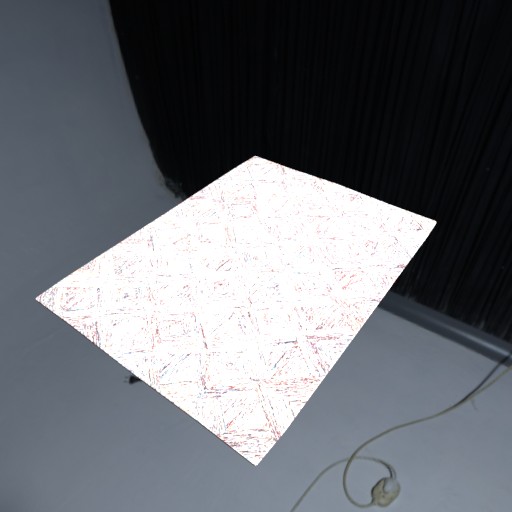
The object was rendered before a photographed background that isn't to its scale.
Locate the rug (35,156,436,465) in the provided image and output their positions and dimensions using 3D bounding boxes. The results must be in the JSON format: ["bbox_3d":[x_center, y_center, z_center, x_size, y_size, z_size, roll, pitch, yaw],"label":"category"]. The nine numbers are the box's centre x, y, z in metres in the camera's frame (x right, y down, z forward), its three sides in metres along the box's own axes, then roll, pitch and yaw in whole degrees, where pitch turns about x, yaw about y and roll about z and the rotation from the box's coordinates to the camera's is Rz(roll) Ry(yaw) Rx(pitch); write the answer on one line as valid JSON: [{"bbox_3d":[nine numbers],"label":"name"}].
[{"bbox_3d":[0.000,0.000,4.290,2.436,0.024,3.226,26,47,27],"label":"rug"}]
